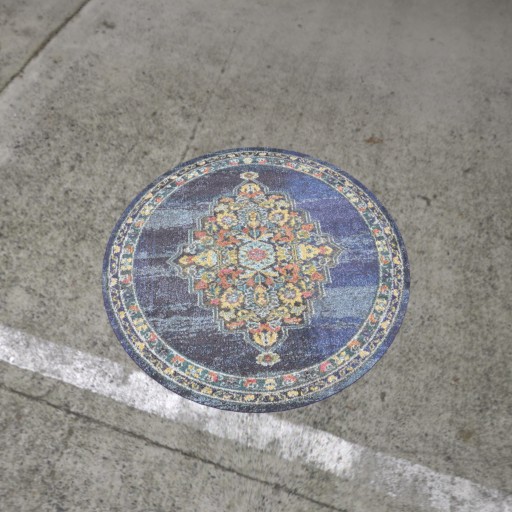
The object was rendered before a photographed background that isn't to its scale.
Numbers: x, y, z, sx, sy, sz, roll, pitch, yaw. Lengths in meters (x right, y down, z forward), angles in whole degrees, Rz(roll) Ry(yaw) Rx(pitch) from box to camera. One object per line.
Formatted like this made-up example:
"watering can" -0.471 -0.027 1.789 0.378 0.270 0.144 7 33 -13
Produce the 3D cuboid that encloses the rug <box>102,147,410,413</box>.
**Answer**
"rug" 0.000 0.000 2.324 1.591 0.010 1.591 0 58 0
